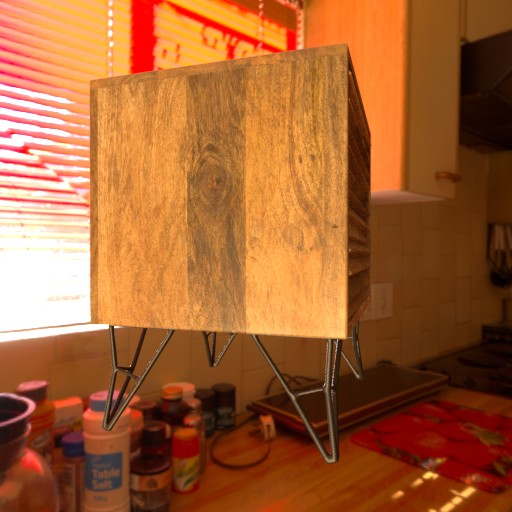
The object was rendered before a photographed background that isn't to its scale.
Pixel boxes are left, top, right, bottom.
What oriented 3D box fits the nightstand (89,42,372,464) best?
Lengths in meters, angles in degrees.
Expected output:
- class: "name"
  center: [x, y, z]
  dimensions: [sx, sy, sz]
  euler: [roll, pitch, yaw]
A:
- class: "nightstand"
  center: [0.000, 0.000, 0.855]
  dimensions: [0.406, 0.559, 0.457]
  euler: [0, 0, 18]
